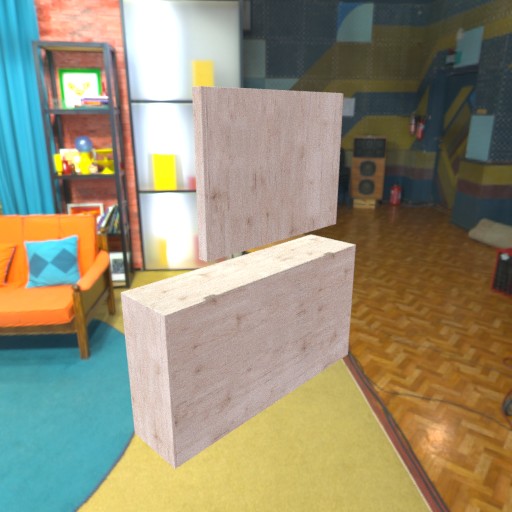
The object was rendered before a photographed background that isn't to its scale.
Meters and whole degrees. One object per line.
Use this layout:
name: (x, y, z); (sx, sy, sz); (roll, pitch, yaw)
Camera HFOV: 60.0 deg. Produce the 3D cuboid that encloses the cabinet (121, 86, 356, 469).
cabinet: (0.000, 0.000, 2.846); (0.420, 1.981, 1.700); (17, 24, 42)
